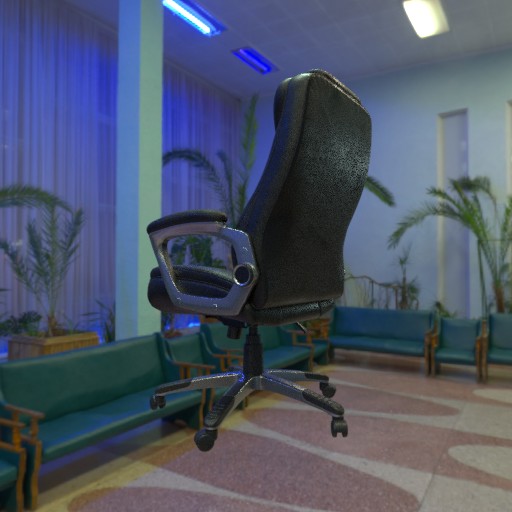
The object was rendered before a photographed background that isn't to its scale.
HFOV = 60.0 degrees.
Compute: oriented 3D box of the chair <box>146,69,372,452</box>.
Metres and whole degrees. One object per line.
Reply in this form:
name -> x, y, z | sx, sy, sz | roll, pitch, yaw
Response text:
chair -> 0.000, 0.000, 1.517 | 0.689, 1.075, 0.697 | -1, -2, 35
